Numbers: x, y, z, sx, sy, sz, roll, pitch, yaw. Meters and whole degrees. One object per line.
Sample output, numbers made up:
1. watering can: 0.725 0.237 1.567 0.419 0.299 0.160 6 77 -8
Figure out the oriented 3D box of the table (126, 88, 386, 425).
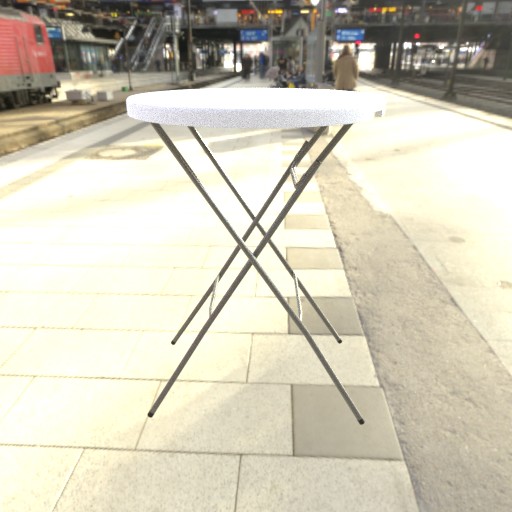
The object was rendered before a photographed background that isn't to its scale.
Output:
1. table: 0.000 0.000 1.619 0.795 1.105 0.792 0 24 1
